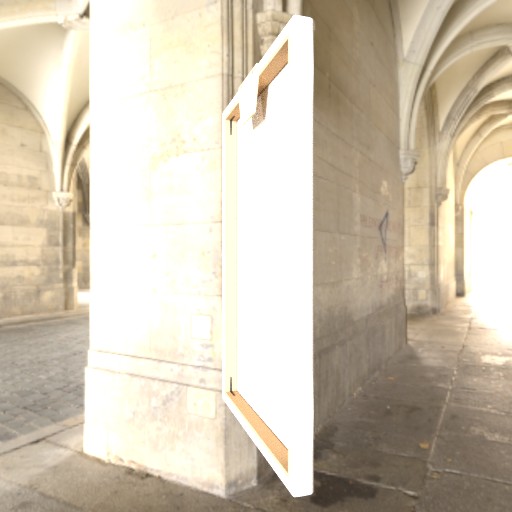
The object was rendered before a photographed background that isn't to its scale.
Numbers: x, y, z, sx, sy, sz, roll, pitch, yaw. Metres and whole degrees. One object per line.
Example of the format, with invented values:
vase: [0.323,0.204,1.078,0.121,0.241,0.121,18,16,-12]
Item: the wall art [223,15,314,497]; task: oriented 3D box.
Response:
wall art: [0.000,0.000,1.119,0.048,0.902,0.602,0,0,-17]
